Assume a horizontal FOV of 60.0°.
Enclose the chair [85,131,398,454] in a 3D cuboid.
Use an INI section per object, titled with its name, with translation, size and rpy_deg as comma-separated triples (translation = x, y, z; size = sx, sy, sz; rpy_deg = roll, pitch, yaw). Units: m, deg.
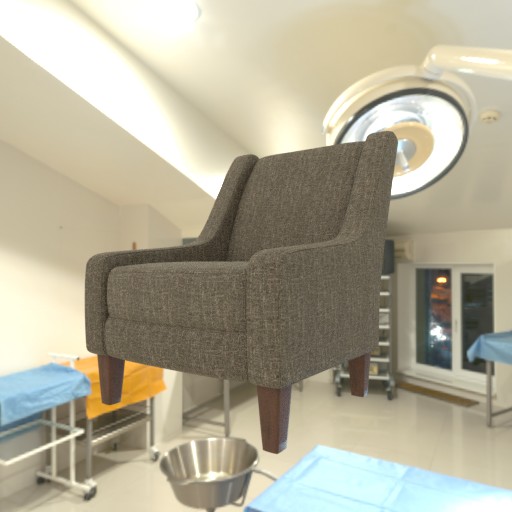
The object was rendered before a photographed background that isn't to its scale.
[chair]
translation = 0.000, 0.000, 1.656
size = 0.793, 1.012, 0.944
rpy_deg = -1, -1, 35
